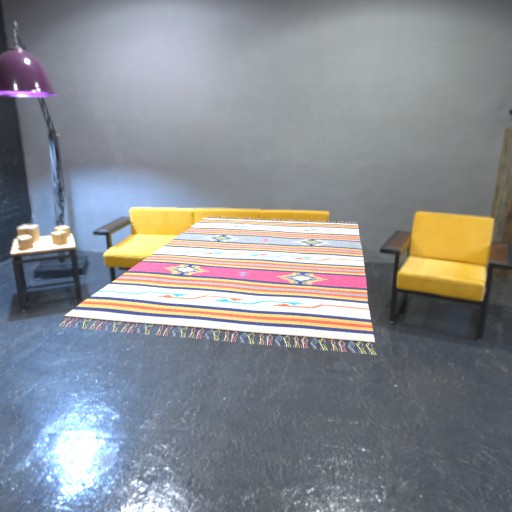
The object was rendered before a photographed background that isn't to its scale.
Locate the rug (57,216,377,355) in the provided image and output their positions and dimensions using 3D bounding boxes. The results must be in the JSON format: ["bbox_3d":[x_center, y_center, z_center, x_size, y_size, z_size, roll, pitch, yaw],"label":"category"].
[{"bbox_3d":[0.000,0.000,2.276,1.084,0.013,1.849,3,17,10],"label":"rug"}]
